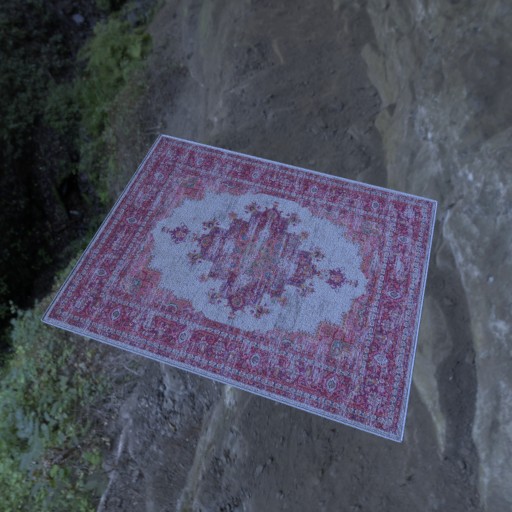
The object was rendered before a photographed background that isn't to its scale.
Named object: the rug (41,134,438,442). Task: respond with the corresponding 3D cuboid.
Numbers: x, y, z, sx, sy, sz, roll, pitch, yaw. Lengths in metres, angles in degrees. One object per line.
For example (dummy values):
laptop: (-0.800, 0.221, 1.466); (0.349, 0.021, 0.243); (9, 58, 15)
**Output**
rug: (0.000, 0.000, 4.187); (3.123, 0.017, 2.447); (16, 59, 10)
